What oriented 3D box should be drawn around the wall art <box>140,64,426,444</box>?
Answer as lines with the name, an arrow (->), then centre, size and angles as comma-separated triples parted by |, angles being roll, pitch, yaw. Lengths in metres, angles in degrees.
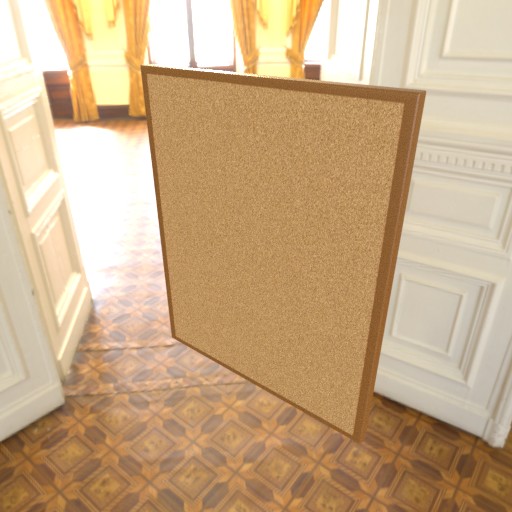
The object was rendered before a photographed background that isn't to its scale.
wall art -> 0.000, 0.000, 0.498 | 0.310, 0.379, 0.015 | 20, 35, 32
